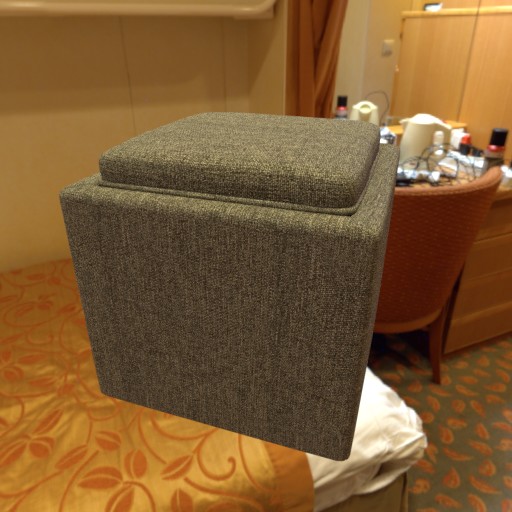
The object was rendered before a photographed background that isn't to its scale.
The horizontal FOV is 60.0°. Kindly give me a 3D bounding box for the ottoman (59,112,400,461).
[{"bbox_3d":[0.000,0.000,0.822,0.450,0.460,0.450,9,29,17],"label":"ottoman"}]
